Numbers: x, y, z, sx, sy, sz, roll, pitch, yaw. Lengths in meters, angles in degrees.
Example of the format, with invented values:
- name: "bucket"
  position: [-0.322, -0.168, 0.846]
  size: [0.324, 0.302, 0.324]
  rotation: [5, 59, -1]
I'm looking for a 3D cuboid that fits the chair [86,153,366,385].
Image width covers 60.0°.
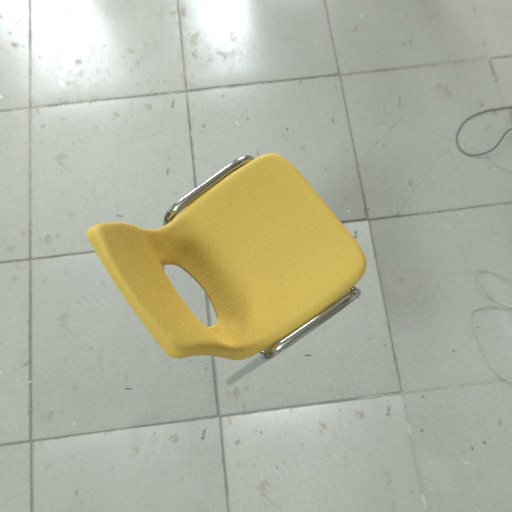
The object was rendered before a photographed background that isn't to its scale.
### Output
- name: "chair"
  position: [0.000, 0.000, 0.909]
  size: [0.436, 0.653, 0.381]
  rotation: [-36, 79, -8]
